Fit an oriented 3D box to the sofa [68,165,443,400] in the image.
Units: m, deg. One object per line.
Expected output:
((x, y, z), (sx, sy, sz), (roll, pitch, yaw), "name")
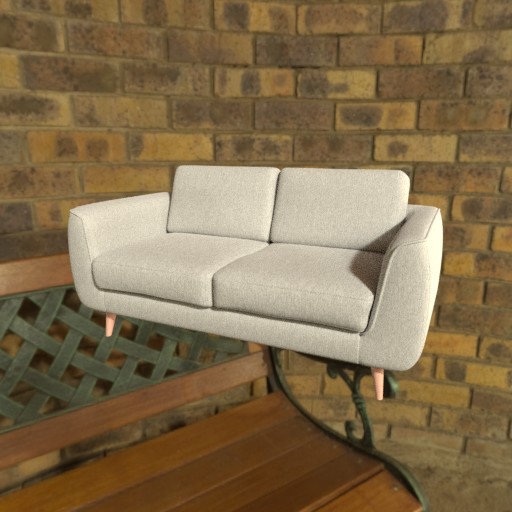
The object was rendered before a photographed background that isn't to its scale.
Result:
((0.000, 0.000, 2.230), (1.700, 0.850, 0.920), (7, 16, 24), "sofa")
